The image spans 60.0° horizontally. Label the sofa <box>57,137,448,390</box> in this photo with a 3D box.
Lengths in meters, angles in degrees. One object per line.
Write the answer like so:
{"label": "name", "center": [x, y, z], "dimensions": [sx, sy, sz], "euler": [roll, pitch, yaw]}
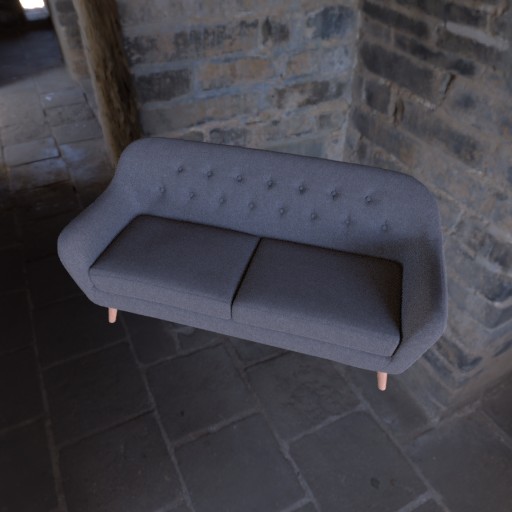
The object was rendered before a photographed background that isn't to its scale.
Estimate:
{"label": "sofa", "center": [0.000, 0.000, 2.333], "dimensions": [1.840, 0.820, 0.820], "euler": [11, 43, 12]}
